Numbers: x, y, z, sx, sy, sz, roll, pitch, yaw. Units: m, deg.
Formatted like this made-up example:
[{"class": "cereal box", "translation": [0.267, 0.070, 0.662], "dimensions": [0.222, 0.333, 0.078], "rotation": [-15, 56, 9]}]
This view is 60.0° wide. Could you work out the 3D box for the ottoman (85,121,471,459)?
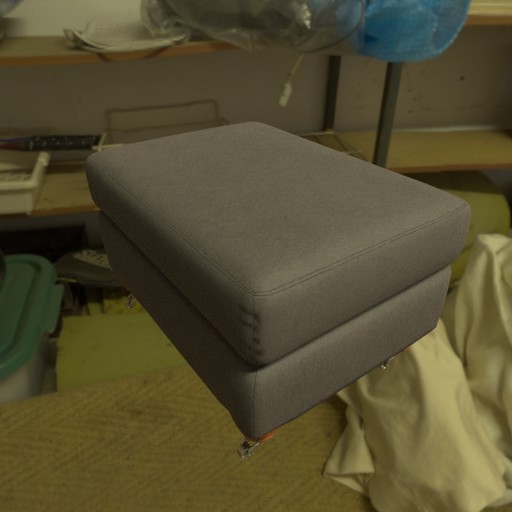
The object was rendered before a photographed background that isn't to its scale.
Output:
[{"class": "ottoman", "translation": [0.000, 0.000, 1.110], "dimensions": [0.574, 0.497, 0.773], "rotation": [-21, 38, -30]}]
